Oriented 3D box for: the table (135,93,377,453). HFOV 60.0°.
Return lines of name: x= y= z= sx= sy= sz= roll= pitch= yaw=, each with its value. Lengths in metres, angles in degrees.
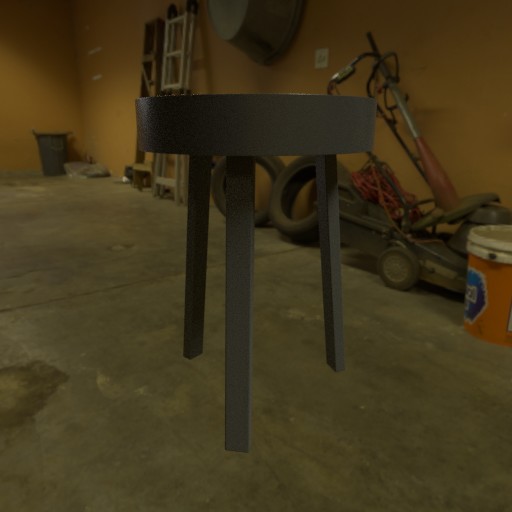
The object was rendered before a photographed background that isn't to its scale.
table: x=0.000 y=0.000 z=0.848 sx=0.406 sy=0.559 sz=0.406 roll=0 pitch=17 yaw=0
